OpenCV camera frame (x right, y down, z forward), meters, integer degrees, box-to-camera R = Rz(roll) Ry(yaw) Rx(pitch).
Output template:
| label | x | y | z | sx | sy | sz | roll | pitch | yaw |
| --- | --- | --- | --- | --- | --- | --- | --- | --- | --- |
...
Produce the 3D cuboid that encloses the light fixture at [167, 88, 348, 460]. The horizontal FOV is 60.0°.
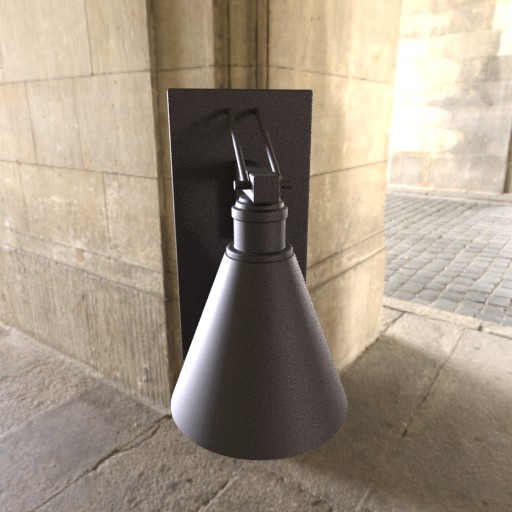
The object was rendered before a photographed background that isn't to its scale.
| label | x | y | z | sx | sy | sz | roll | pitch | yaw |
| --- | --- | --- | --- | --- | --- | --- | --- | --- | --- |
| light fixture | 0.000 | 0.000 | 0.410 | 0.170 | 0.298 | 0.207 | -3 | 18 | -9 |
